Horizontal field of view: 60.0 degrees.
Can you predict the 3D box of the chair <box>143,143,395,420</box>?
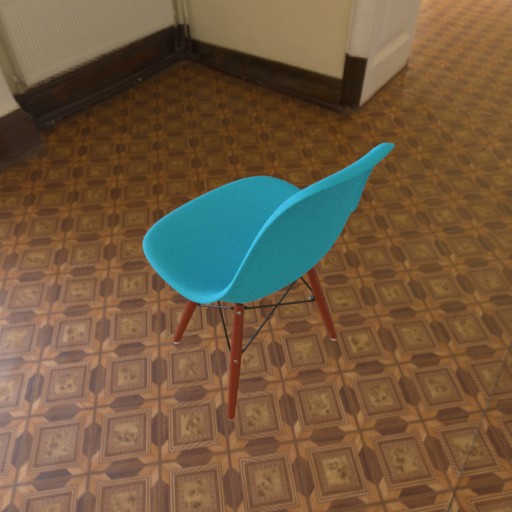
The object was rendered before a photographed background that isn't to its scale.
[{"bbox_3d":[0.000,0.000,1.131,0.470,0.826,0.533,-32,55,-27],"label":"chair"}]
